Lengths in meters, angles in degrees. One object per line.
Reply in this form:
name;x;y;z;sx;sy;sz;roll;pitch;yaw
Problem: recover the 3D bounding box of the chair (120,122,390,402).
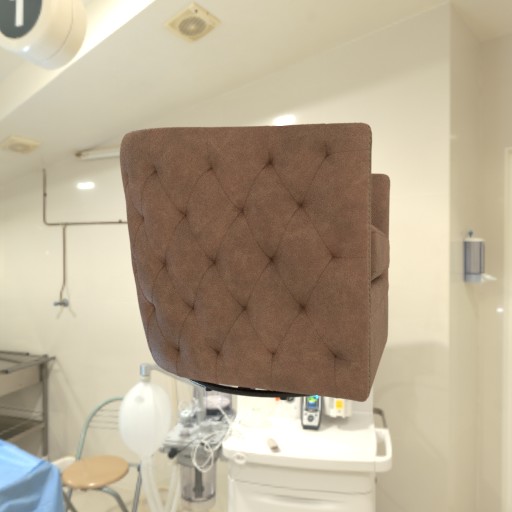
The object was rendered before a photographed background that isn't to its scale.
chair;0.000;0.000;1.554;0.870;0.790;0.850;0;1;20
